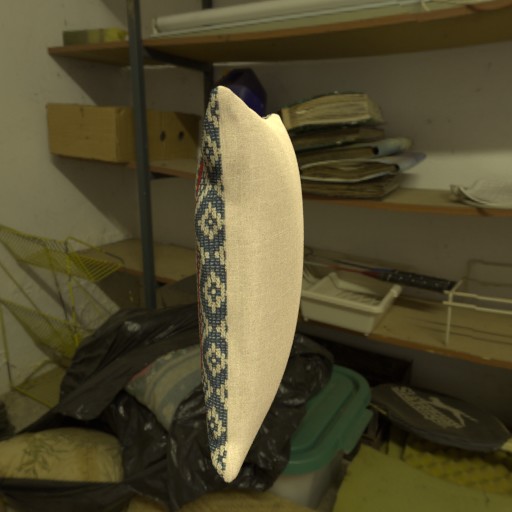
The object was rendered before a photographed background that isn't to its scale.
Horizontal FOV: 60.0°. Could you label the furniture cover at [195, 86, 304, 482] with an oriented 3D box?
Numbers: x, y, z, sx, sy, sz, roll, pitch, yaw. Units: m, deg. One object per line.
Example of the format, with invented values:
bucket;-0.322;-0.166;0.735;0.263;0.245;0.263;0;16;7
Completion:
furniture cover;0.000;0.000;0.662;0.139;0.431;0.431;2;14;9
